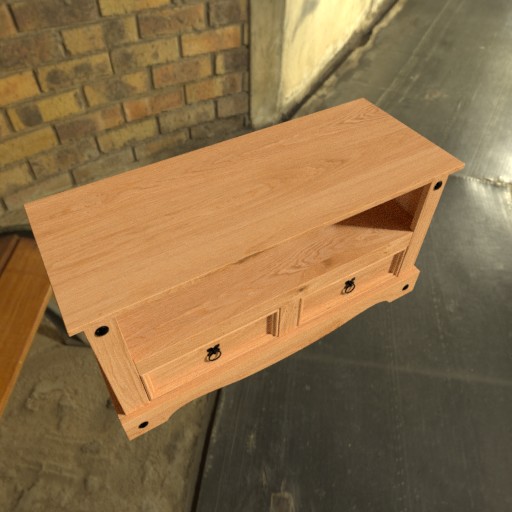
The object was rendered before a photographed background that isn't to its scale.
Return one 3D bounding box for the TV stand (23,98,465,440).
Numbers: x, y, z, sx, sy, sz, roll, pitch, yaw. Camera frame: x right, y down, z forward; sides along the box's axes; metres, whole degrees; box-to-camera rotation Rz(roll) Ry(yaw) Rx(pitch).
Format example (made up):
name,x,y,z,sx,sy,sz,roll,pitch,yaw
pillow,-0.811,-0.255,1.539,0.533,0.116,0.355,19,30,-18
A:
name,x,y,z,sx,sy,sz,roll,pitch,yaw
TV stand,0.000,0.000,1.353,1.080,0.550,0.440,-23,51,-20
